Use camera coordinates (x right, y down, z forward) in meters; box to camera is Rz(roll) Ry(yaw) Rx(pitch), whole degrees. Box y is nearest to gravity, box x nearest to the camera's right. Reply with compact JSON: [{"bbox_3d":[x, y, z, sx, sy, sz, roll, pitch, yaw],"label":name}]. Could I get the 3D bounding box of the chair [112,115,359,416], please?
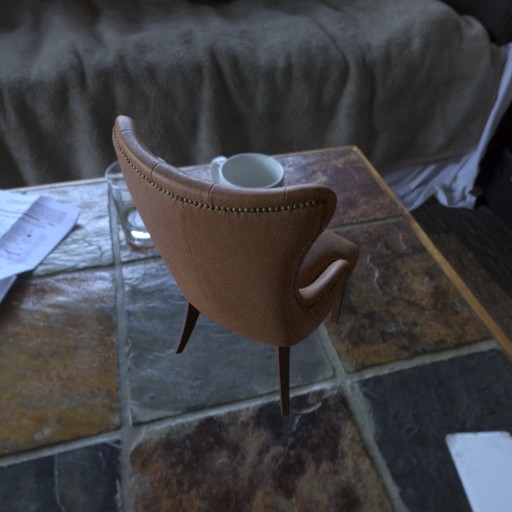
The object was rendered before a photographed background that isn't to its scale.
[{"bbox_3d":[0.000,0.000,1.504,0.611,1.065,0.669,24,51,21],"label":"chair"}]
